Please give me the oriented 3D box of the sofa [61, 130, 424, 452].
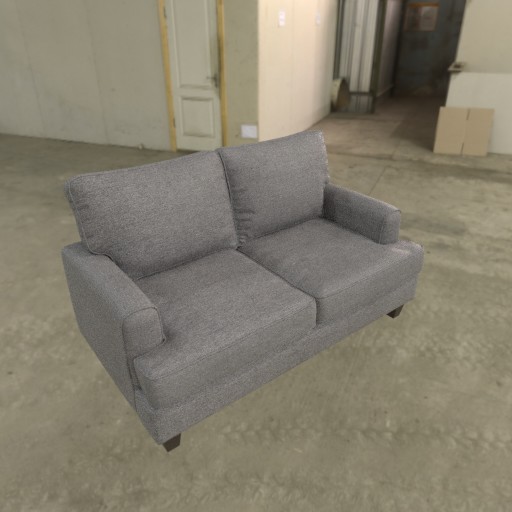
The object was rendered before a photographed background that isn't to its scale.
[{"bbox_3d":[0.000,0.000,2.250,1.651,0.965,0.965,-20,35,-32],"label":"sofa"}]
